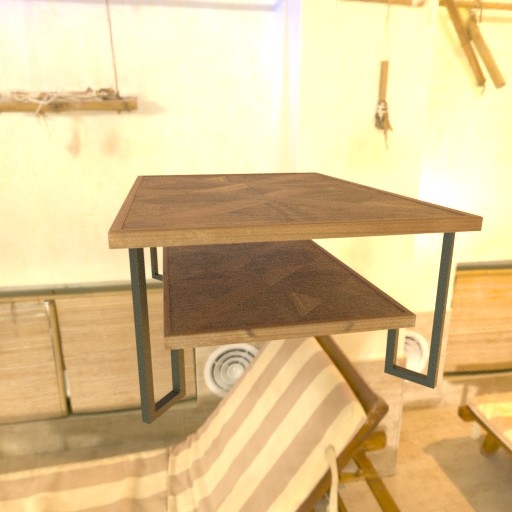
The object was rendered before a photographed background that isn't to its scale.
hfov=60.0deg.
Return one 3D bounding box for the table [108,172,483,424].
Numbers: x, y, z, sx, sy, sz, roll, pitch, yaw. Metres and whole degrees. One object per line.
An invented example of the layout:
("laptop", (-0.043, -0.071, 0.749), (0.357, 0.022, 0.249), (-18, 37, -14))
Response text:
("table", (0.000, 0.000, 1.640), (0.877, 0.492, 1.238), (-3, 16, -11))
